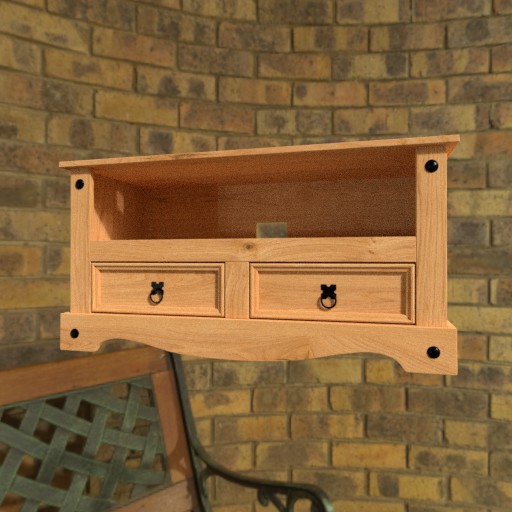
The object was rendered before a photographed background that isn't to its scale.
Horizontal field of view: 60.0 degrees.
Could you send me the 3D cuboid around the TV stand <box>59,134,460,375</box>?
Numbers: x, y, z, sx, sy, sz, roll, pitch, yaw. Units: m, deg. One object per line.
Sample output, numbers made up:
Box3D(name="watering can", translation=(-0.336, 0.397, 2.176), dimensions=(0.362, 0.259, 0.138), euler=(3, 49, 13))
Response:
Box3D(name="TV stand", translation=(0.000, 0.000, 1.357), dimensions=(1.080, 0.550, 0.440), euler=(0, 0, 15))
